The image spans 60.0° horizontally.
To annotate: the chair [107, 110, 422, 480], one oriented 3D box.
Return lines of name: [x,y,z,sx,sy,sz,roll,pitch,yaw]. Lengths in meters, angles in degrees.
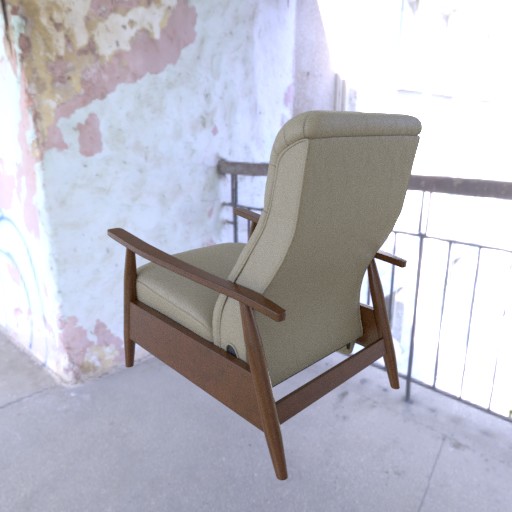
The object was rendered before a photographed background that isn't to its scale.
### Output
chair: [0.000,0.000,1.782,0.762,1.082,1.014,-15,22,-42]
